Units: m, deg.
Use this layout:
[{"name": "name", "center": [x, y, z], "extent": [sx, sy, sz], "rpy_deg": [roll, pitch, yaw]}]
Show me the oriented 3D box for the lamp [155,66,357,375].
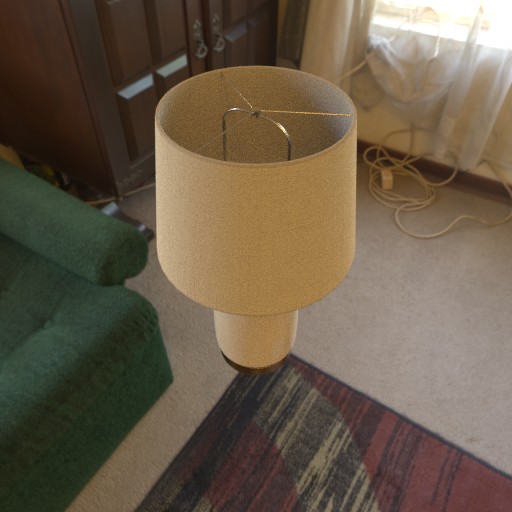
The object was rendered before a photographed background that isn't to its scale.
[{"name": "lamp", "center": [0.000, 0.000, 0.675], "extent": [0.285, 0.483, 0.285], "rpy_deg": [0, 46, 0]}]
